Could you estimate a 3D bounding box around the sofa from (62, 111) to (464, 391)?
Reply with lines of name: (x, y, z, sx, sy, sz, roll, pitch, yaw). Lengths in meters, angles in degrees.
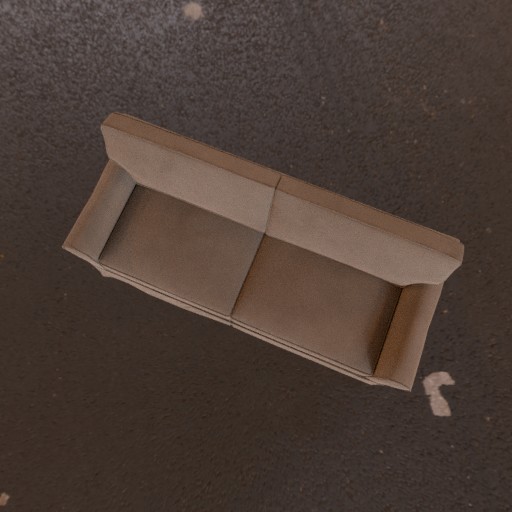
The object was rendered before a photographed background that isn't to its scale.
sofa: (0.000, 0.000, 2.769, 2.246, 1.014, 0.900, 22, 77, 5)
